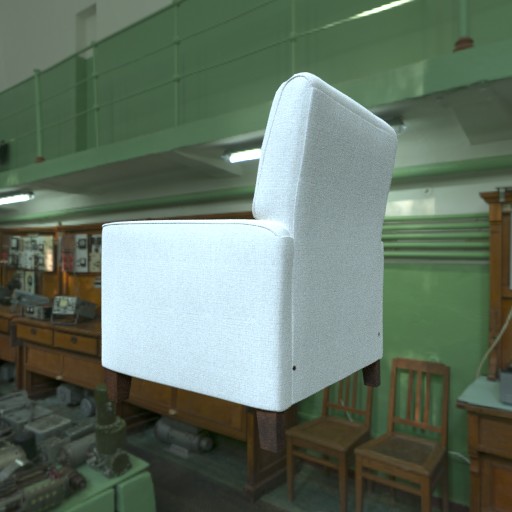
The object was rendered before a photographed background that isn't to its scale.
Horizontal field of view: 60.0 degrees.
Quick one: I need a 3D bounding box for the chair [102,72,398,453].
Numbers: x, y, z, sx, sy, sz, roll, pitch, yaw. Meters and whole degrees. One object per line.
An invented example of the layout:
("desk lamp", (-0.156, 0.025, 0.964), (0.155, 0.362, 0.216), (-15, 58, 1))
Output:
("chair", (0.000, 0.000, 1.657), (0.858, 1.028, 0.841), (0, 0, 36))
